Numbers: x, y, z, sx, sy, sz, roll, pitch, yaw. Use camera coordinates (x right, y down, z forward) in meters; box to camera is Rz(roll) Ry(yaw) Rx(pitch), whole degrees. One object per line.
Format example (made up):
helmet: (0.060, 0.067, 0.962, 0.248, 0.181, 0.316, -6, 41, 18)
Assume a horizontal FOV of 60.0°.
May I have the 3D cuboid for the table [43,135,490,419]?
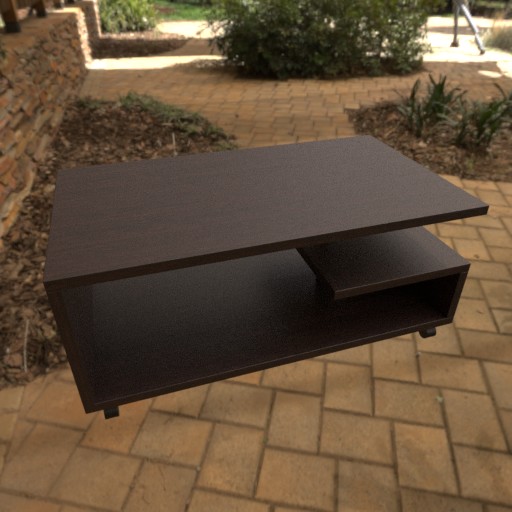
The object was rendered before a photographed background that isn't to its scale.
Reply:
table: (0.000, 0.000, 1.343, 1.050, 0.460, 0.590, -10, 34, -15)
